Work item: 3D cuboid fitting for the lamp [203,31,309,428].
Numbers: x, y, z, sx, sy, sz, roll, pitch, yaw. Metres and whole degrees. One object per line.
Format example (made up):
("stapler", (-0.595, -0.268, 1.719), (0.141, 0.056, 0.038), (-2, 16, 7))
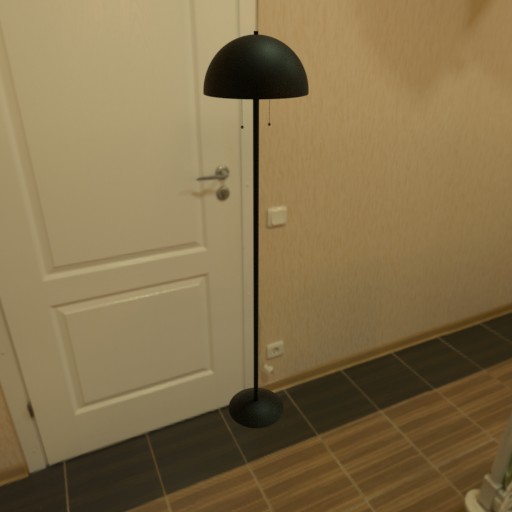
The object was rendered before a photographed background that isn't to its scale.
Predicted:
("lamp", (0.000, 0.000, 1.634), (0.328, 1.480, 0.328), (18, 31, 32))
